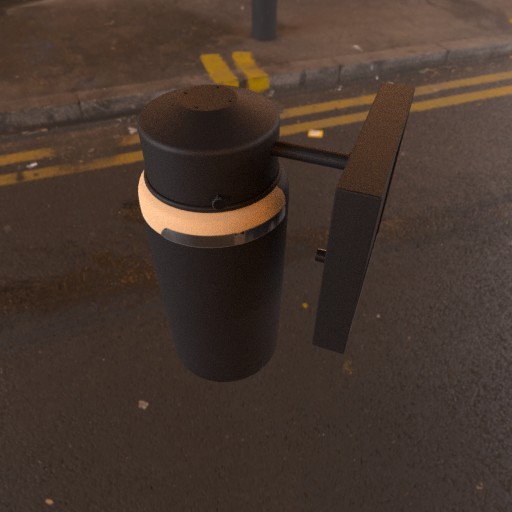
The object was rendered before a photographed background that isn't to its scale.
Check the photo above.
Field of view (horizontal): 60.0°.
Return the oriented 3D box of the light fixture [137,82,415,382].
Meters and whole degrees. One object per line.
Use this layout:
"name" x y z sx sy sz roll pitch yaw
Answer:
"light fixture" 0.000 0.000 0.360 0.176 0.257 0.130 15 46 15
